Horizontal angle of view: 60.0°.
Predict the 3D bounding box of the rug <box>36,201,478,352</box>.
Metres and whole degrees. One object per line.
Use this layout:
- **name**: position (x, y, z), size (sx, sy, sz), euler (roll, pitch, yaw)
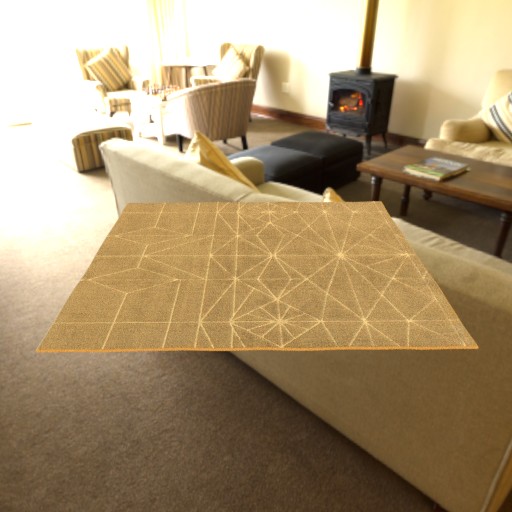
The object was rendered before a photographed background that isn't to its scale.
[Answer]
- **rug**: position (0.000, 0.000, 0.874), size (0.639, 0.006, 0.548), euler (0, 29, -1)
